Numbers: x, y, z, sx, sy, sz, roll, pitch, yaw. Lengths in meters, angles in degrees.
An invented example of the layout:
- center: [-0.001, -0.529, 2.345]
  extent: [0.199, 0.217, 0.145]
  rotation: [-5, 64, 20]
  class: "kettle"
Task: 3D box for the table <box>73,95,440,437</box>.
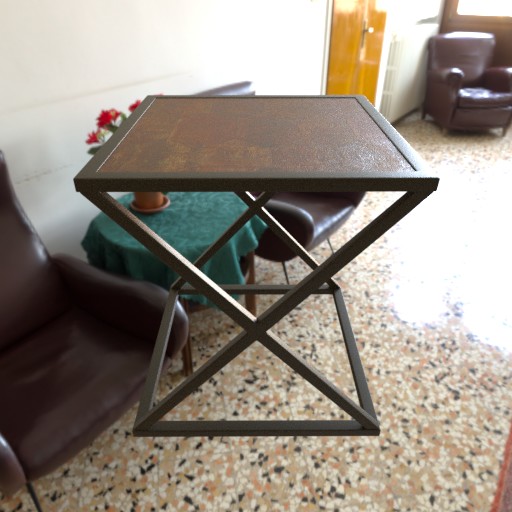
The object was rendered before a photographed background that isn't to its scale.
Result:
- center: [0.000, 0.000, 0.963]
  extent: [0.500, 0.565, 0.500]
  rotation: [0, 32, 0]
  class: "table"
